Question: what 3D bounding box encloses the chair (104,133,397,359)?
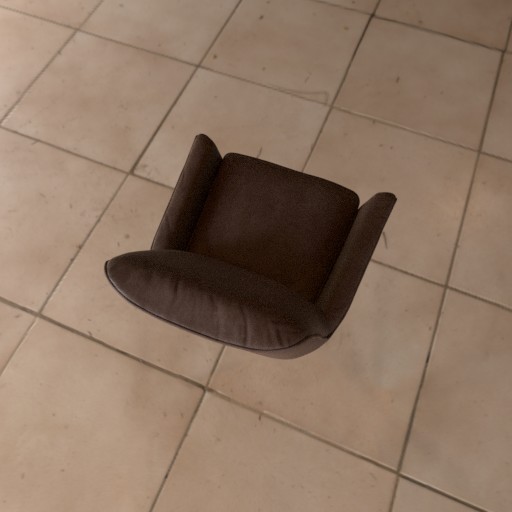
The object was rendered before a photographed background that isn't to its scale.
[{"bbox_3d":[0.000,0.000,1.524,0.787,0.888,0.824,20,66,9],"label":"chair"}]
